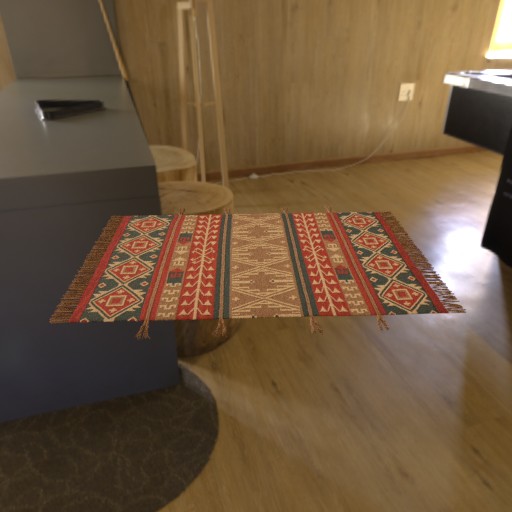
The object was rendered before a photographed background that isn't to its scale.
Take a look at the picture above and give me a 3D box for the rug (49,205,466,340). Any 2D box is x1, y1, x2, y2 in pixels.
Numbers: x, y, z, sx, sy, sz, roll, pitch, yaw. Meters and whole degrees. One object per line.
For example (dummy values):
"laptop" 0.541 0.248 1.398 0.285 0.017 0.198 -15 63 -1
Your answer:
"rug" 0.000 0.000 2.647 2.025 0.040 1.469 -1 29 -2
